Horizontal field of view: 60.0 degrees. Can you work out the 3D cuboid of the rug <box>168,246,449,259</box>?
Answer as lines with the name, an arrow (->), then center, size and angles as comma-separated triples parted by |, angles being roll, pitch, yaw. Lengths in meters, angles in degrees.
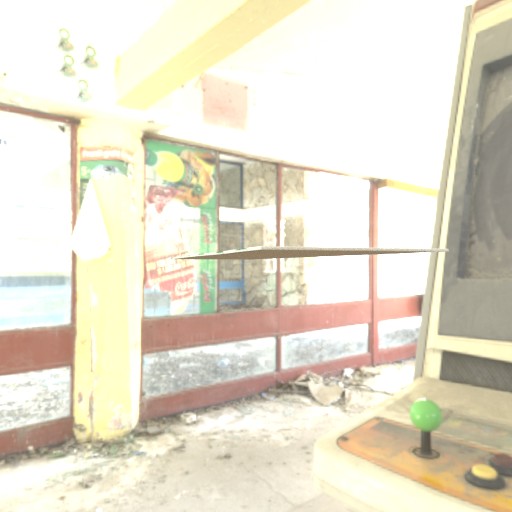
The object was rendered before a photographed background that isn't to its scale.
rug -> 0.000, 0.000, 2.735 | 0.768, 0.012, 2.438 | 0, -1, -18
